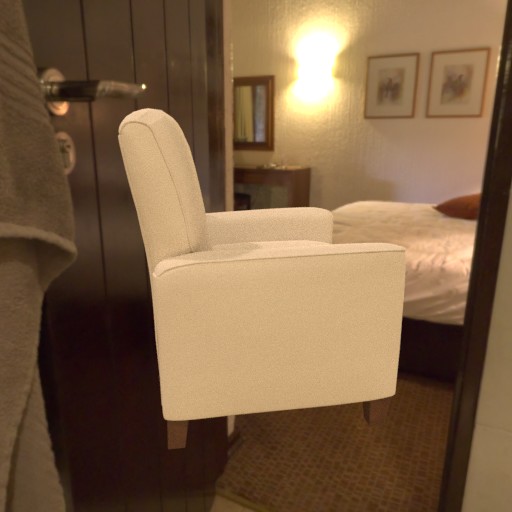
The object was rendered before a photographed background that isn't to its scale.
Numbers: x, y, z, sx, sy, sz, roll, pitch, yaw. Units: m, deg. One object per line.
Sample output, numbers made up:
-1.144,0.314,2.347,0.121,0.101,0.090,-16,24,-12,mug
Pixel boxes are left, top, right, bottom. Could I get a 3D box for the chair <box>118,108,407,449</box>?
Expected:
0.000,0.000,1.663,0.858,1.028,0.841,-3,15,-9,chair
